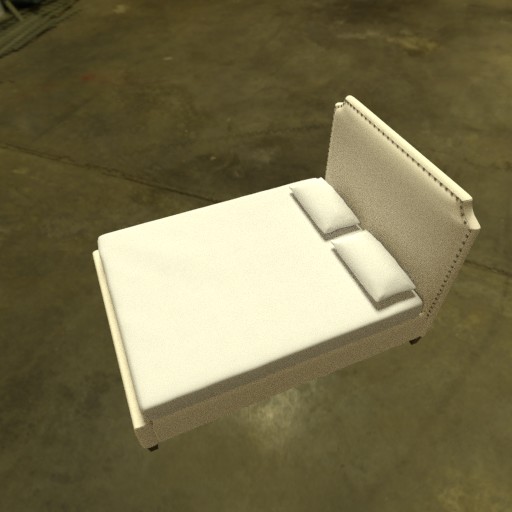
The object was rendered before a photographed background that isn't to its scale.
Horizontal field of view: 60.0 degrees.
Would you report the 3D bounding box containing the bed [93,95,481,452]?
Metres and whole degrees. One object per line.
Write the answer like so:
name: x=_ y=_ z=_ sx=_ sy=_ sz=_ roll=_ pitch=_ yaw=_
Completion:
bed: x=0.000 y=0.000 z=3.404 sx=2.372 sy=1.497 sz=1.712 roll=-17 pitch=49 yaw=-15
